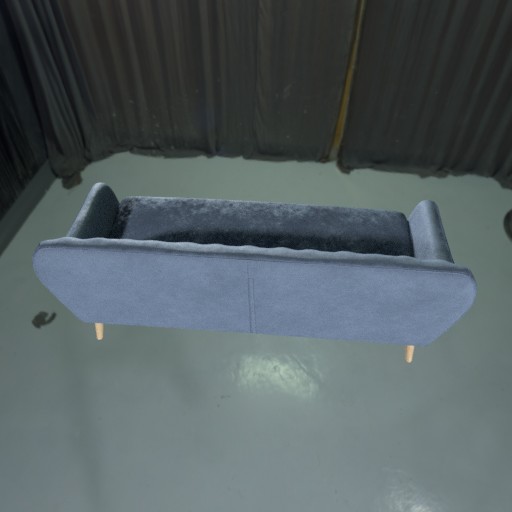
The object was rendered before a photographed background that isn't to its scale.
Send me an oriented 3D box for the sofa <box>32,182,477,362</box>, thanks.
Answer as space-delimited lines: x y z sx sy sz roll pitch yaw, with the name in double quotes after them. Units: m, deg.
0.000 0.000 2.395 1.975 0.832 0.841 4 48 3 "sofa"
